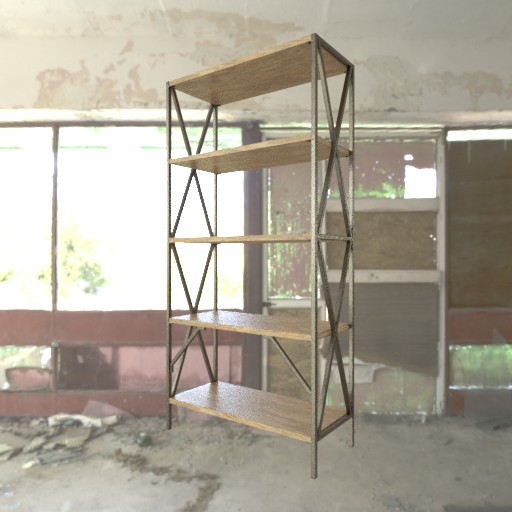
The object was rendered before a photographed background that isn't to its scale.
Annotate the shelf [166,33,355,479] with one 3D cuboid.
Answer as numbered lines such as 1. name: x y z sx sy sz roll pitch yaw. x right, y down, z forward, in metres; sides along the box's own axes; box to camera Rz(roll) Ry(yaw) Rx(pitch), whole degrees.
1. shelf: 0.000 0.000 2.203 0.874 1.803 0.386 0 0 36
